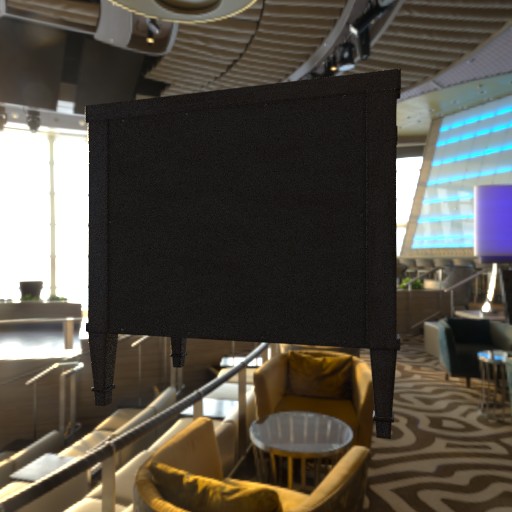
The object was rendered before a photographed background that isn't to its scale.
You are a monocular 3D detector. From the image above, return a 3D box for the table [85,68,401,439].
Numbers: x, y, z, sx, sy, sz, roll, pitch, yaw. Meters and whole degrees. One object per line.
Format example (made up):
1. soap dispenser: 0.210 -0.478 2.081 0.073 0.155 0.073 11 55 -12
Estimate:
1. table: 0.000 0.000 1.073 0.660 0.660 0.413 0 0 17
